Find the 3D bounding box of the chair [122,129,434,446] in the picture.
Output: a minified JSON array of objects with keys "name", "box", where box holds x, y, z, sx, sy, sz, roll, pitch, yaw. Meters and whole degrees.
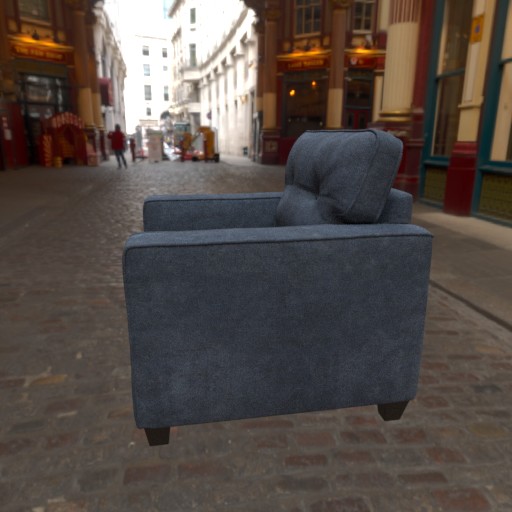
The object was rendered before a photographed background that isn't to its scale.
[{"name":"chair","box":[0.000,0.000,1.759,0.939,0.965,1.015,-3,16,-10]}]
